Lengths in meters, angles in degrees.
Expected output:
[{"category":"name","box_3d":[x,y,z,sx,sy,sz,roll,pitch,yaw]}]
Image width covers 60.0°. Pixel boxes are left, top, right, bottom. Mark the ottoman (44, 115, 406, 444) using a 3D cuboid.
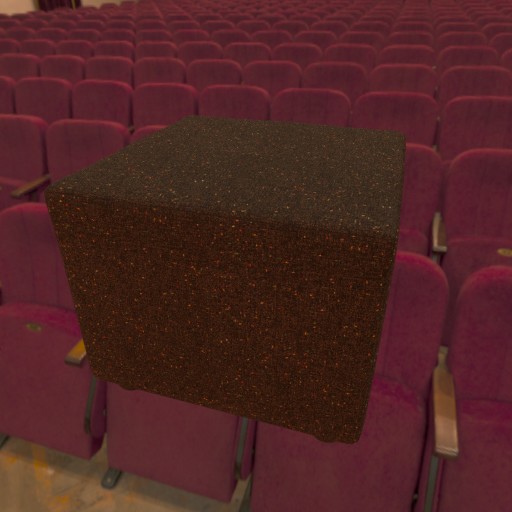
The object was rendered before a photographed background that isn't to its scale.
[{"category":"ottoman","box_3d":[0.000,0.000,0.873,0.508,0.432,0.508,9,31,15]}]
